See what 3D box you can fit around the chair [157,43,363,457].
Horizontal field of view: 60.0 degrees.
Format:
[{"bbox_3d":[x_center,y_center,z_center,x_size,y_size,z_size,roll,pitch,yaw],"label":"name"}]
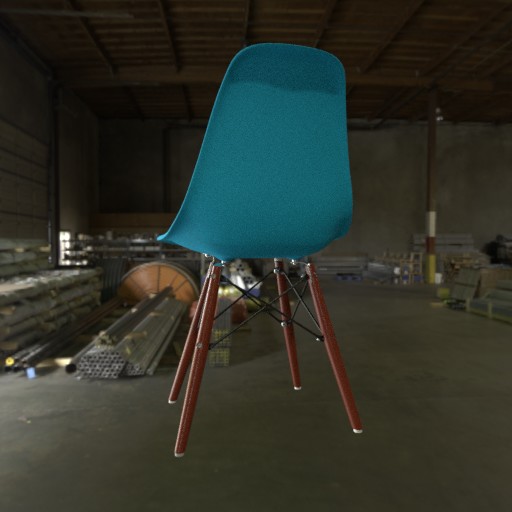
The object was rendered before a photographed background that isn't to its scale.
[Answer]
[{"bbox_3d":[0.000,0.000,1.116,0.470,0.826,0.533,-1,2,-18],"label":"chair"}]
